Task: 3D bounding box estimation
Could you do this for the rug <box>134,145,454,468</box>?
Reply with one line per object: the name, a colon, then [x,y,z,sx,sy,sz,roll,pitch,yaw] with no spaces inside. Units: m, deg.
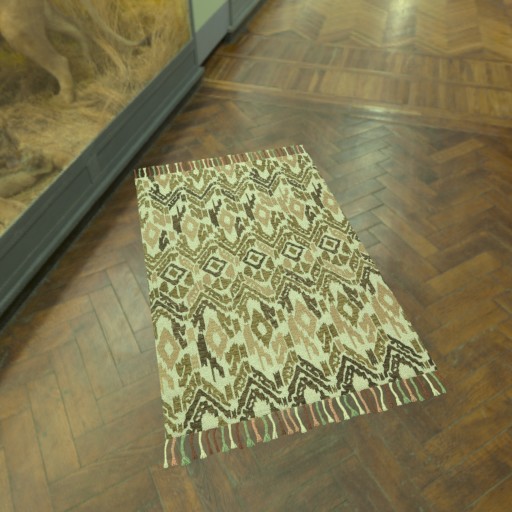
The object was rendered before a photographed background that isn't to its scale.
rug: [0.000,0.000,3.002,1.524,0.008,2.438,-11,48,-10]
